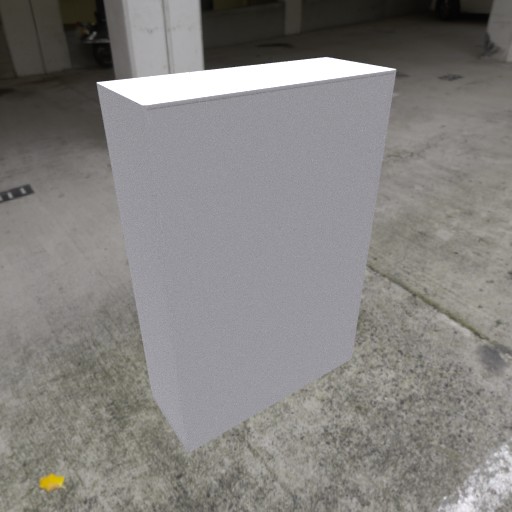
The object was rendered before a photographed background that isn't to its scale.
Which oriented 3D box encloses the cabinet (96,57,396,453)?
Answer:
[{"bbox_3d":[0.000,0.000,2.494,1.290,1.910,0.510,-20,37,-29],"label":"cabinet"}]
